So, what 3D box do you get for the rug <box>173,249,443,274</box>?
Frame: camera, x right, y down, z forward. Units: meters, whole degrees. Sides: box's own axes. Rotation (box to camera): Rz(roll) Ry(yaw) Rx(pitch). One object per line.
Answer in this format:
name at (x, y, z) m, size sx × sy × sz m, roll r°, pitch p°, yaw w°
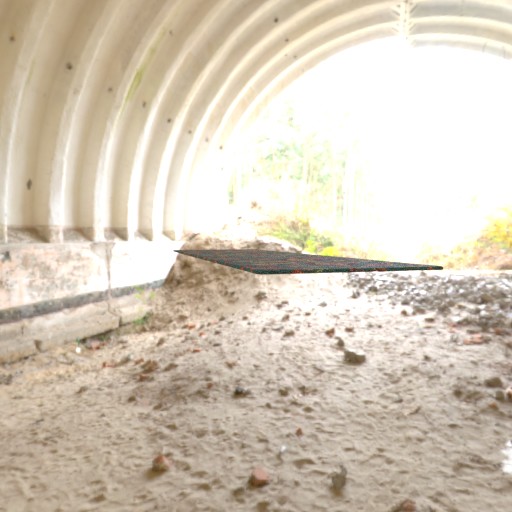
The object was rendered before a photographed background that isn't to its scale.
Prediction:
rug at (0.000, 0.000, 2.522) m, size 0.686 × 0.013 × 2.286 m, roll -1°, pitch 3°, yaw -17°
